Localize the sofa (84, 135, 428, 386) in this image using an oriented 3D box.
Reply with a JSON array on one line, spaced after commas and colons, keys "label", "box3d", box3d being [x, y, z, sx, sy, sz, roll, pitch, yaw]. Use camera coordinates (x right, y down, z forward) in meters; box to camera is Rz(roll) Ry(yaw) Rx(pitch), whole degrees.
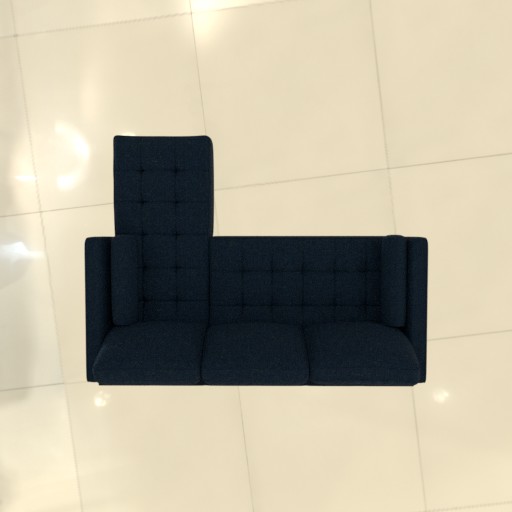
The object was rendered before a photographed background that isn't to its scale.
[{"label": "sofa", "box3d": [0.000, 0.000, 2.947, 2.185, 0.841, 1.613, 0, 92, 0]}]
